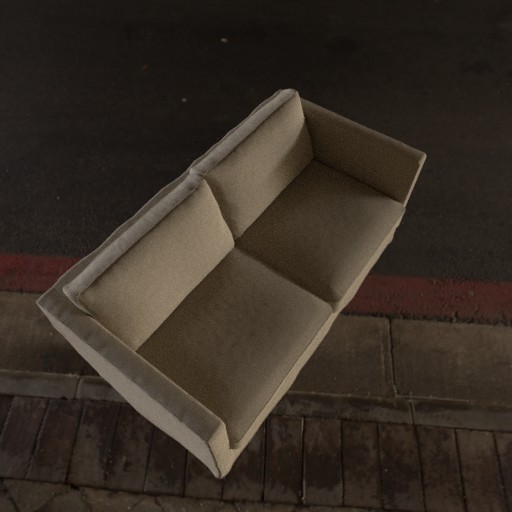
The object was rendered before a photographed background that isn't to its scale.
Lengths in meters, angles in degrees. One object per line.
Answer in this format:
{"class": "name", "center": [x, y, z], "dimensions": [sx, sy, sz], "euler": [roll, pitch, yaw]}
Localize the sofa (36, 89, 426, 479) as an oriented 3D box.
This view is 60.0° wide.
{"class": "sofa", "center": [0.000, 0.000, 2.247], "dimensions": [0.956, 0.828, 1.766], "euler": [32, 61, 20]}
